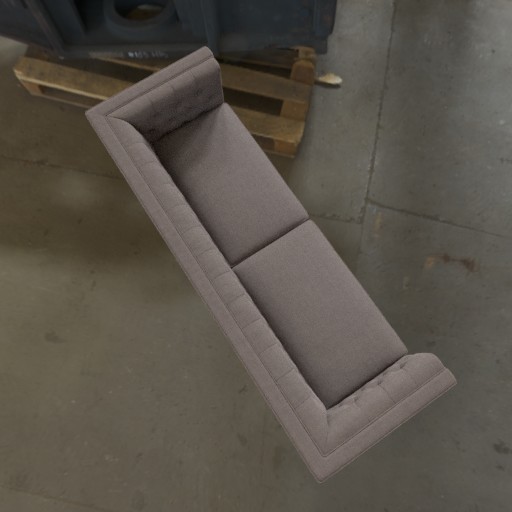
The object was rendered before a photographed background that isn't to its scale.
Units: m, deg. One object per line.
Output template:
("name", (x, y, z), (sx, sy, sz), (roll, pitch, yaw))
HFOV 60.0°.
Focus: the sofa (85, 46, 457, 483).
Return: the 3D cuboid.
("sofa", (0.000, 0.000, 2.532), (0.775, 0.762, 2.159), (-32, 77, -8))
